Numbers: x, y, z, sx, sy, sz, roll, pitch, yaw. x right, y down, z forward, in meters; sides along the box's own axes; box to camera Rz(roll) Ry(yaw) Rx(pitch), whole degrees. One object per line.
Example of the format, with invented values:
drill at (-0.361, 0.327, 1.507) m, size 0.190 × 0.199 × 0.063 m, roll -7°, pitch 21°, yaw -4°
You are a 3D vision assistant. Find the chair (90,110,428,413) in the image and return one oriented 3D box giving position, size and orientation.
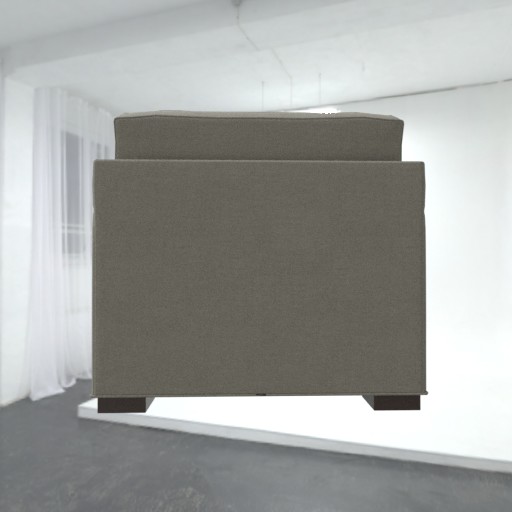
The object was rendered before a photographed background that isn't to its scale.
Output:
chair at (0.000, 0.000, 1.819) m, size 0.999 × 0.934 × 1.044 m, roll 0°, pitch -1°, yaw -1°
